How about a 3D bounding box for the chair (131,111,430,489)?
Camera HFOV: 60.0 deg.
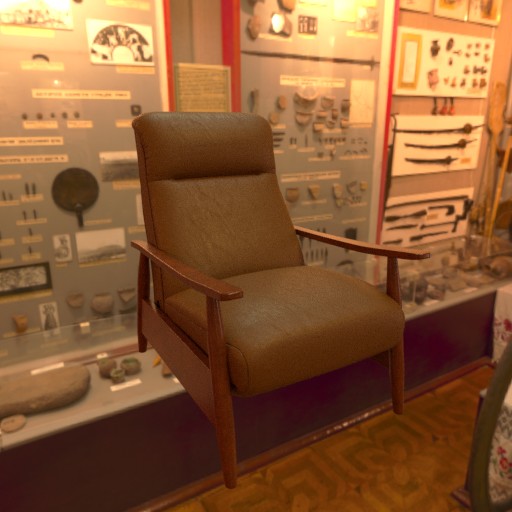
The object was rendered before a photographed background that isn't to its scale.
[{"bbox_3d":[0.000,0.000,1.723,0.762,1.082,1.014,-9,19,-28],"label":"chair"}]
